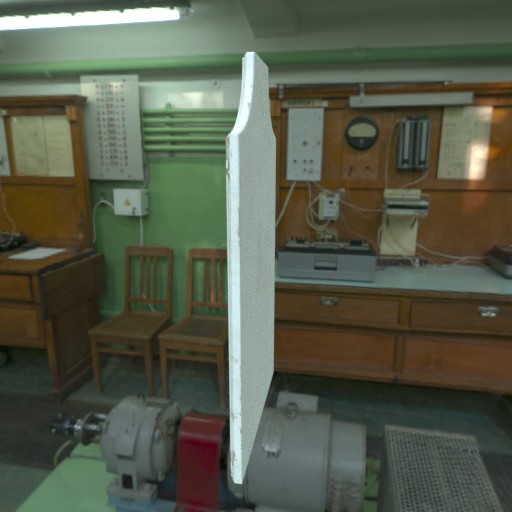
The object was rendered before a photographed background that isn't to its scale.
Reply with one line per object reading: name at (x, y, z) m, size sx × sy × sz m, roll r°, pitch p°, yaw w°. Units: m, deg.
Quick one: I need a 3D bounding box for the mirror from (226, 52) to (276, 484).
mirror at (0.000, 0.000, 0.876) m, size 0.022 × 0.717 × 0.403 m, roll 2°, pitch 14°, yaw 10°
